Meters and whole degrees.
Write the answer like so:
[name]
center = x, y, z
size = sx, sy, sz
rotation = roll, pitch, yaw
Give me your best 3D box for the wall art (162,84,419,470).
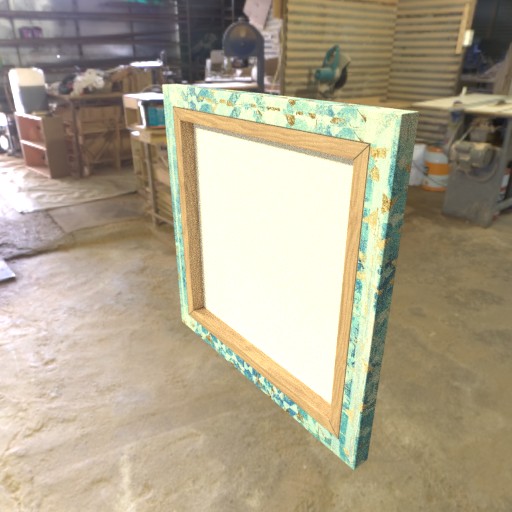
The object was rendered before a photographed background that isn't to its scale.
[wall art]
center = 0.000, 0.000, 0.886
size = 0.040, 0.609, 0.609
rotation = -18, 31, -34
